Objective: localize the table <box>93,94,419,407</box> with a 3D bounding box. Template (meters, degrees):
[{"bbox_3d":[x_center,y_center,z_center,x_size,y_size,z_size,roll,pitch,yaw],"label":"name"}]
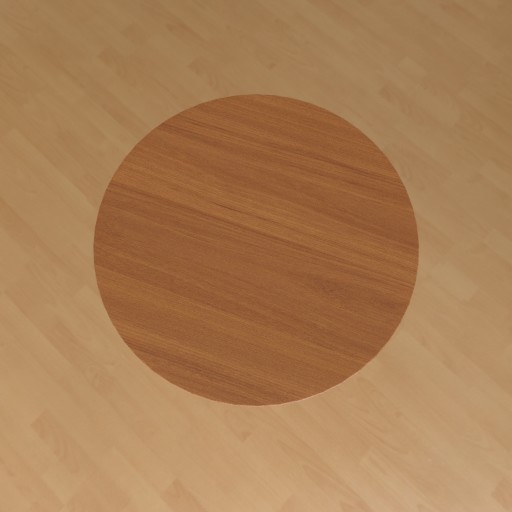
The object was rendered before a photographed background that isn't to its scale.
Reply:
[{"bbox_3d":[0.000,0.000,1.632,1.029,0.490,1.029,0,75,0],"label":"table"}]
